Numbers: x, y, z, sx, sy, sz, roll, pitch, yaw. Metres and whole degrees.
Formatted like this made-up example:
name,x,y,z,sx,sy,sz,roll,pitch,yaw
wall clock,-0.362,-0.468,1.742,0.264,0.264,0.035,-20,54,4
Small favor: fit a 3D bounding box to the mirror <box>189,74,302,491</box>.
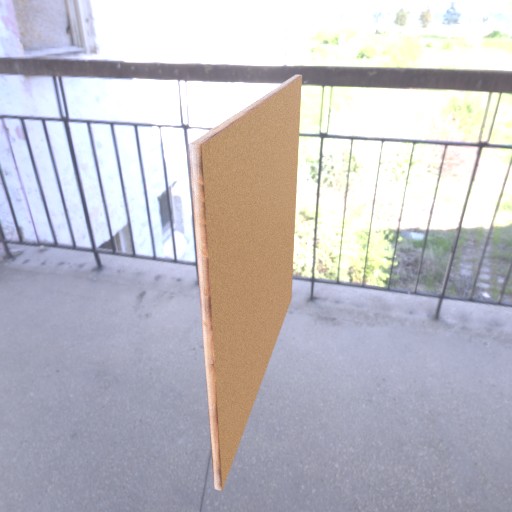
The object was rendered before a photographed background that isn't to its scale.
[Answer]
name,x,y,z,sx,sy,sz,roll,pitch,yaw
mirror,0.000,0.000,1.175,0.061,0.804,0.804,8,30,13
